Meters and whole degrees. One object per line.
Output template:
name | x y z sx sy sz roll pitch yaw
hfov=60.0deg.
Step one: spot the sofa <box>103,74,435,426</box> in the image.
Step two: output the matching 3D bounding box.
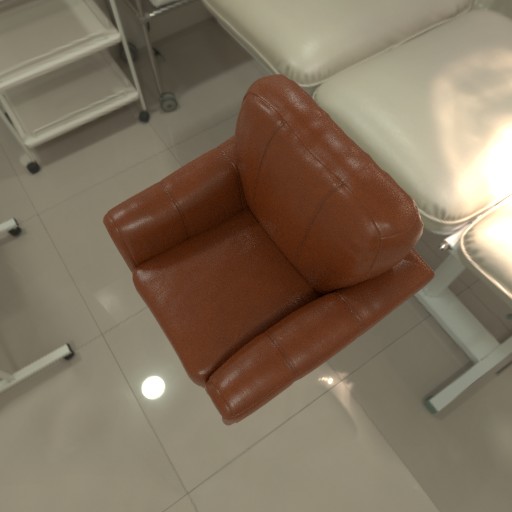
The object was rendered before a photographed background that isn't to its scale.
sofa | 0.000 0.000 1.502 0.789 0.876 0.836 -31 68 -15
